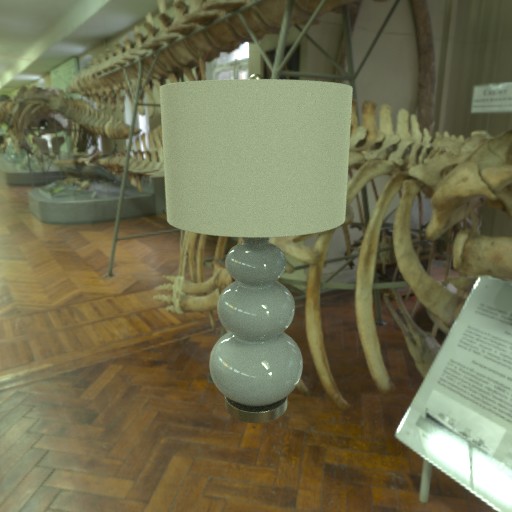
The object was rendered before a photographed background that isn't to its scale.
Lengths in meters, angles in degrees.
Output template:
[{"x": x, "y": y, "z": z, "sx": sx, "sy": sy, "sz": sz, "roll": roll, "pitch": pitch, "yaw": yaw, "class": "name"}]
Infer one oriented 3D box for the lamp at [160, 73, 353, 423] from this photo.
[{"x": 0.000, "y": 0.000, "z": 0.955, "sx": 0.367, "sy": 0.730, "sz": 0.367, "roll": 8, "pitch": 18, "yaw": 25, "class": "lamp"}]
